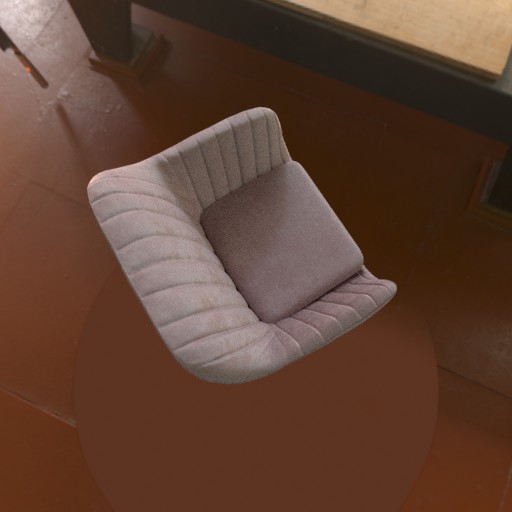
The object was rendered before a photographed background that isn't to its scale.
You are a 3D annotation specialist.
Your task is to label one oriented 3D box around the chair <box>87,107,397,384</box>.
[{"bbox_3d":[0.000,0.000,1.252,0.570,0.832,0.610,-31,77,-8],"label":"chair"}]
